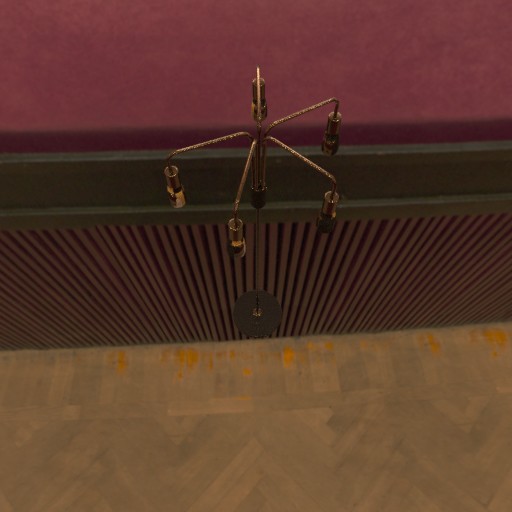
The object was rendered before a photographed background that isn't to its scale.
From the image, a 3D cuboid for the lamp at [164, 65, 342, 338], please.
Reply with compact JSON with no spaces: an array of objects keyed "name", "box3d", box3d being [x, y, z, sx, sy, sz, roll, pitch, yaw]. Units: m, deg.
[{"name":"lamp","box3d":[0.000,0.000,2.041,0.572,1.721,0.599,-1,65,-1]}]
